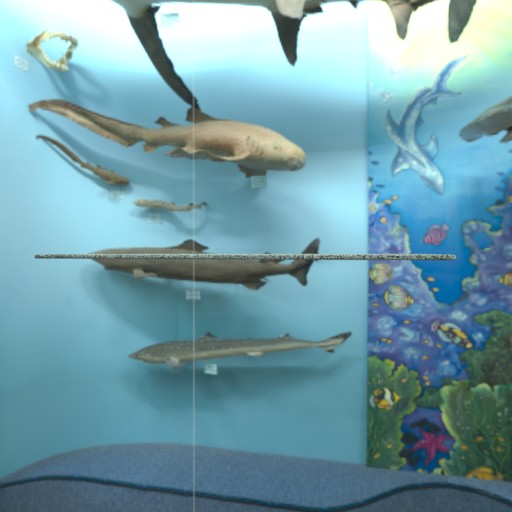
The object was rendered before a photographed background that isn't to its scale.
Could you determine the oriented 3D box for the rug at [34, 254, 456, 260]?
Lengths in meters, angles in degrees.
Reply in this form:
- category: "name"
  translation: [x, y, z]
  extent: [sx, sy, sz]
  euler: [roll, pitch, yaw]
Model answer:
- category: "rug"
  translation: [0.000, 0.000, 3.567]
  extent: [2.743, 0.030, 1.778]
  euler: [0, 0, 17]
